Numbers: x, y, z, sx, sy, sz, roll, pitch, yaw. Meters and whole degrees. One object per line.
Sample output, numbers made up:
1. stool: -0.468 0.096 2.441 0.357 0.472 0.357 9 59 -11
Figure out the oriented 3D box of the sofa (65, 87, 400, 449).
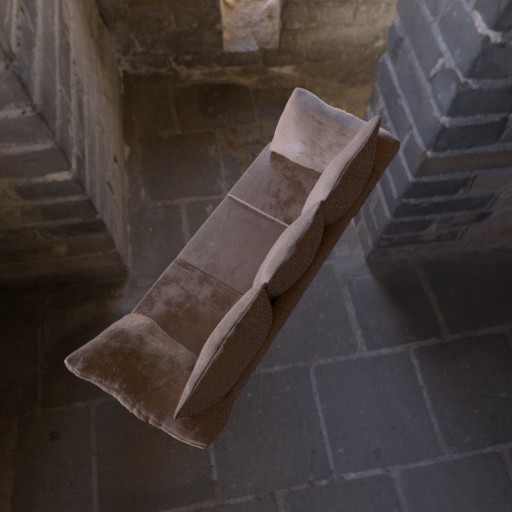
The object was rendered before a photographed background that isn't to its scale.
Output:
1. sofa: 0.000 0.000 2.876 0.893 0.981 2.377 30 67 14
